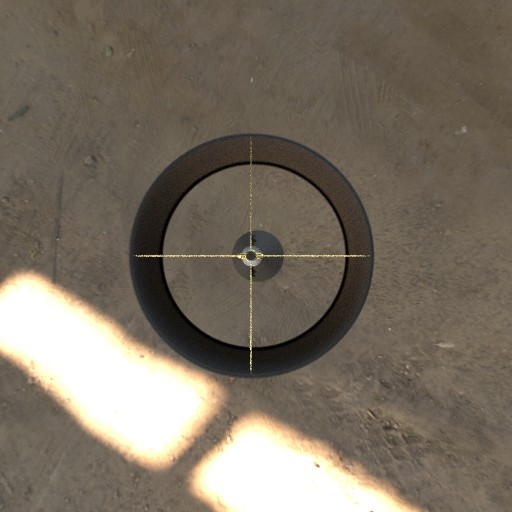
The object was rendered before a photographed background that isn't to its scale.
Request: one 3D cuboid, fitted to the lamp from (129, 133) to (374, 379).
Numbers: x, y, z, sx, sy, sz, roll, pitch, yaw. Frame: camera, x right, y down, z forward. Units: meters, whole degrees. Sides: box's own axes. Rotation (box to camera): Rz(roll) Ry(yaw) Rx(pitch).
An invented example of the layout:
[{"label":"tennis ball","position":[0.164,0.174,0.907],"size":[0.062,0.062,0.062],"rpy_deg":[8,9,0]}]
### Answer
[{"label":"lamp","position":[0.000,0.000,1.804],"size":[0.580,1.526,0.580],"rpy_deg":[0,90,1]}]
